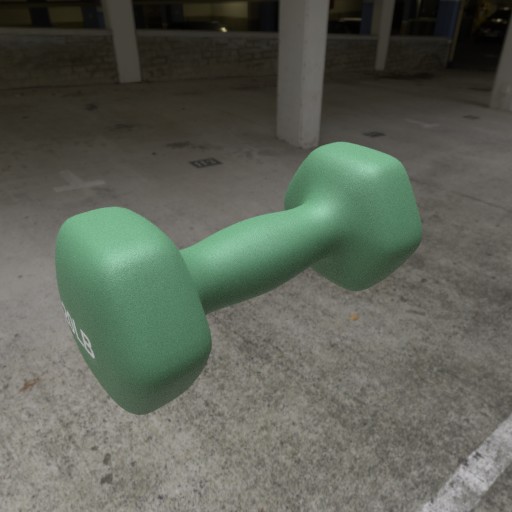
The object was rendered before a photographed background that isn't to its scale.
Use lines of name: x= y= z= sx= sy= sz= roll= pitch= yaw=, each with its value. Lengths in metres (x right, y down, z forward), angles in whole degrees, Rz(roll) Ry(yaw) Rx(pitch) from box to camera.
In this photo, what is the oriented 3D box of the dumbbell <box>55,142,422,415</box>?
dumbbell: x=0.000 y=0.000 z=0.315 sx=0.257 sy=0.114 sz=0.126 roll=-22 pitch=38 yaw=-32
